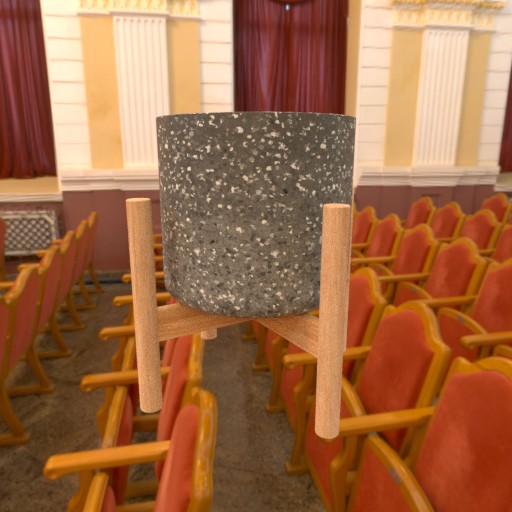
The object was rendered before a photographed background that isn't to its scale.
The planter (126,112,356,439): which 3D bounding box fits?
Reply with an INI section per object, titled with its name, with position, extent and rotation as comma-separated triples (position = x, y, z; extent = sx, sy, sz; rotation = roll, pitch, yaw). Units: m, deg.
[planter]
position = 0.000, 0.000, 0.541
extent = 0.284, 0.320, 0.284
rotation = -2, 14, -9
